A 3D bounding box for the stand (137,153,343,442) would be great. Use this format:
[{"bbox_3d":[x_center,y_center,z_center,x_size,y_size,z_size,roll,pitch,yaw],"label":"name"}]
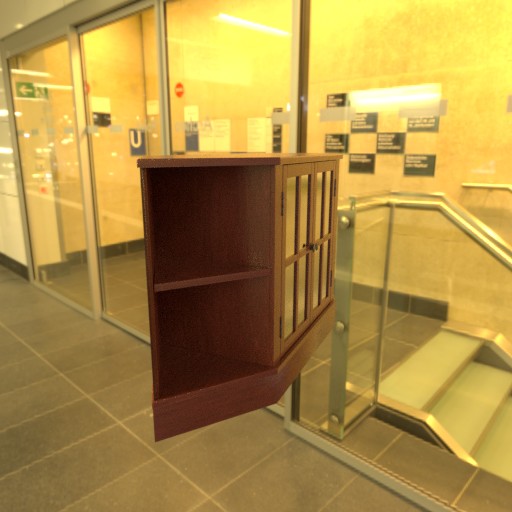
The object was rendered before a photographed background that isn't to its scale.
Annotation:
[{"bbox_3d":[0.000,0.000,1.378,0.381,0.614,1.072,6,15,24],"label":"stand"}]
